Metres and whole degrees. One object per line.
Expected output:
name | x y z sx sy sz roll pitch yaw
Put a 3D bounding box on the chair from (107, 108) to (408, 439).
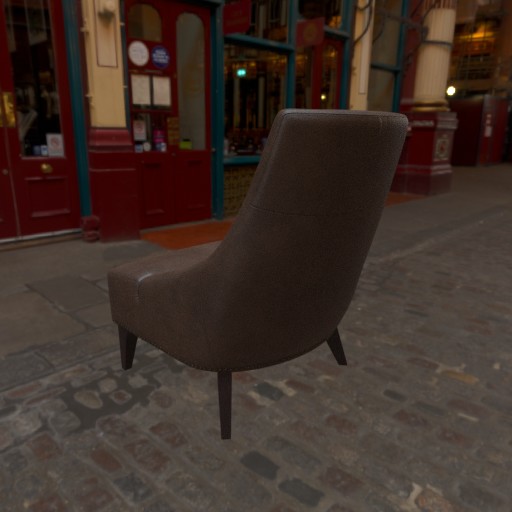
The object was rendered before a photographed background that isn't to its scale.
chair | 0.000 0.000 1.495 0.701 0.909 0.861 -15 22 -43
